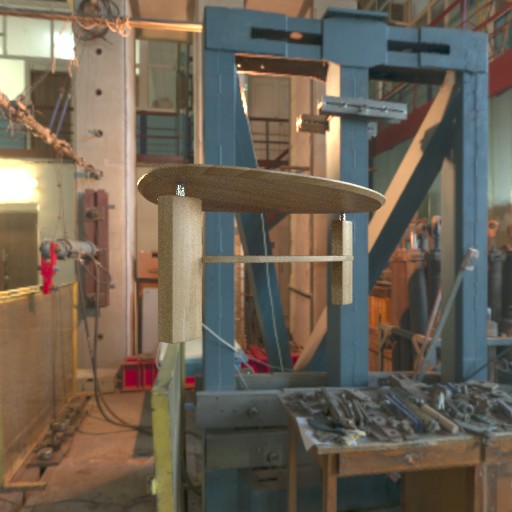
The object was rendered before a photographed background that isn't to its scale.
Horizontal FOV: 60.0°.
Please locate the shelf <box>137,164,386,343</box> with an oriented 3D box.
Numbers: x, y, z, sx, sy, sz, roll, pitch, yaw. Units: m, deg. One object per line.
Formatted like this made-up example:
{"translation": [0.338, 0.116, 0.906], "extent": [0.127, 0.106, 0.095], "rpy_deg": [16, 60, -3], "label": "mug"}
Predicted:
{"translation": [0.000, 0.000, 1.663], "extent": [0.863, 0.439, 1.240], "rpy_deg": [0, 0, 35], "label": "shelf"}
